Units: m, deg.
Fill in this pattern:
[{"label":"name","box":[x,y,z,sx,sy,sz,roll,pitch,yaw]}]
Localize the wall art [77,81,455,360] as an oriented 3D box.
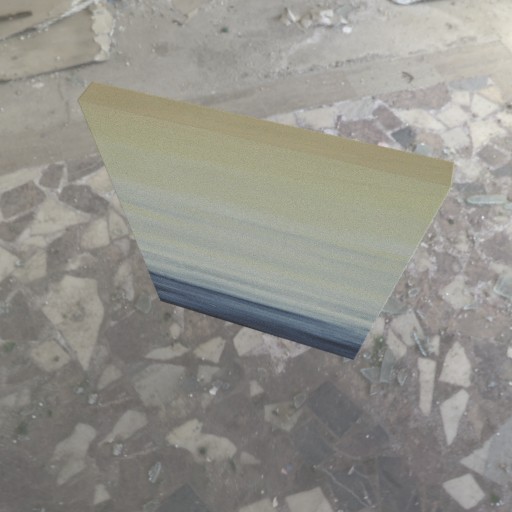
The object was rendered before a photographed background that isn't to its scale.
[{"label":"wall art","box":[0.000,0.000,0.821,0.489,0.608,0.040,15,59,9]}]
